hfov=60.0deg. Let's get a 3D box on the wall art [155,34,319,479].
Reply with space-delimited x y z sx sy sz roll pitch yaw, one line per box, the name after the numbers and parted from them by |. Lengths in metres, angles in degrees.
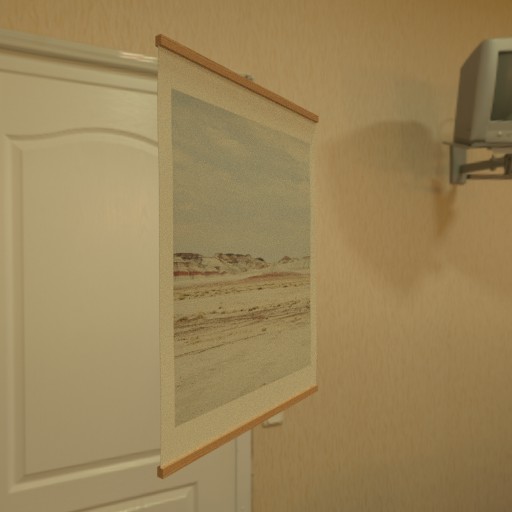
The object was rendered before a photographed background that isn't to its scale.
0.000 0.000 0.793 0.011 0.605 0.458 1 1 35 | wall art
